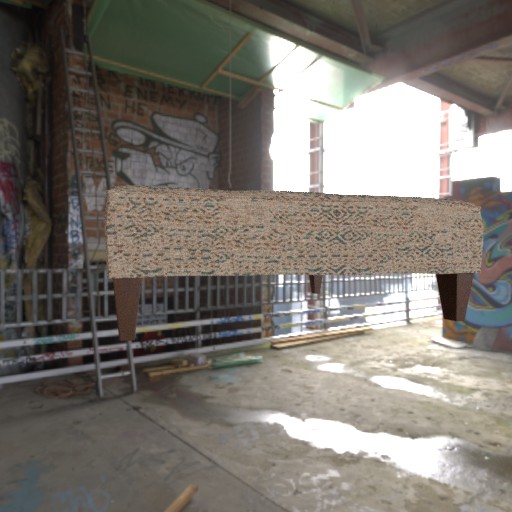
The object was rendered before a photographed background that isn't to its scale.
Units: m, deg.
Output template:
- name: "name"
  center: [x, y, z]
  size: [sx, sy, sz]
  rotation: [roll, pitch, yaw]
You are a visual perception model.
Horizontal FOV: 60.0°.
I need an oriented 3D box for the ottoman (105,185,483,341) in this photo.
- name: "ottoman"
  center: [0.000, 0.000, 1.512]
  size: [0.968, 0.356, 1.004]
  rotation: [0, 0, -18]
